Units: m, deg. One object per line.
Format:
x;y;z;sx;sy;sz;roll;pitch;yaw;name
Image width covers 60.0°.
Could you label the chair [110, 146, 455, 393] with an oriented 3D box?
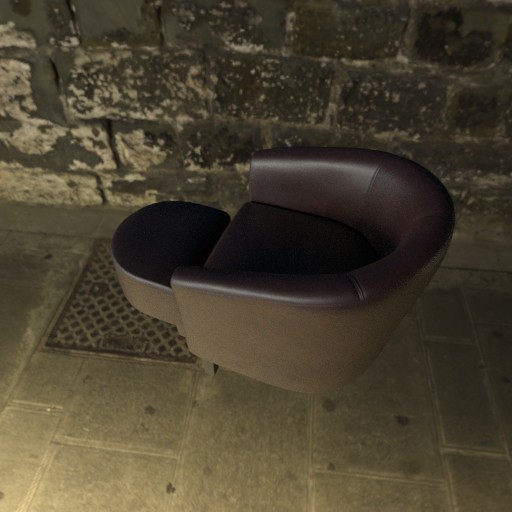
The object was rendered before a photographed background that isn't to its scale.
0.000;0.000;1.620;1.176;0.755;0.737;16;49;14;chair
